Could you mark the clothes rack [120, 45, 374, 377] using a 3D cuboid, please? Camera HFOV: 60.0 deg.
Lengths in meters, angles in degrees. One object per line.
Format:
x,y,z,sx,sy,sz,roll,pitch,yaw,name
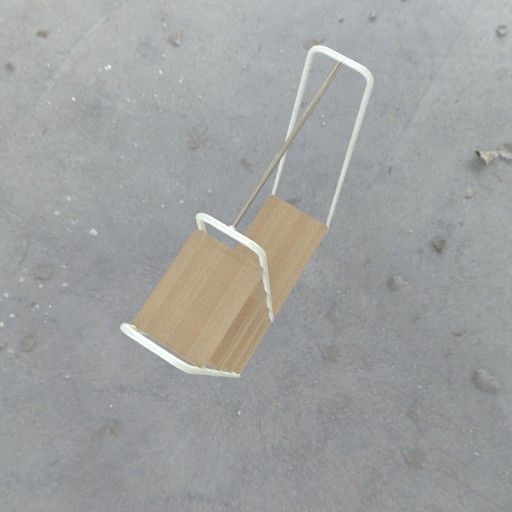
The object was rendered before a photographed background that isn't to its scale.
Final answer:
0.000,0.000,1.940,0.400,1.500,1.011,31,78,7,clothes rack
